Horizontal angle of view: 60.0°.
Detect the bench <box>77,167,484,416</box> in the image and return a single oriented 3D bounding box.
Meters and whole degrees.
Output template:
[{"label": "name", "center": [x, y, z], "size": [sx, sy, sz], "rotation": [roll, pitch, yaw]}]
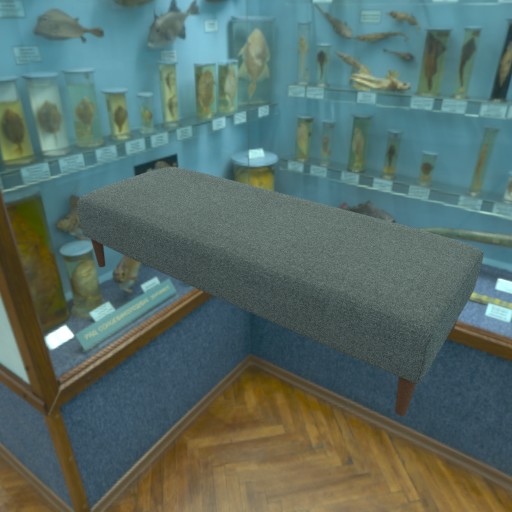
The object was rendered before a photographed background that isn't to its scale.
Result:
[{"label": "bench", "center": [0.000, 0.000, 1.854], "size": [1.598, 0.384, 0.631], "rotation": [20, 35, 32]}]
